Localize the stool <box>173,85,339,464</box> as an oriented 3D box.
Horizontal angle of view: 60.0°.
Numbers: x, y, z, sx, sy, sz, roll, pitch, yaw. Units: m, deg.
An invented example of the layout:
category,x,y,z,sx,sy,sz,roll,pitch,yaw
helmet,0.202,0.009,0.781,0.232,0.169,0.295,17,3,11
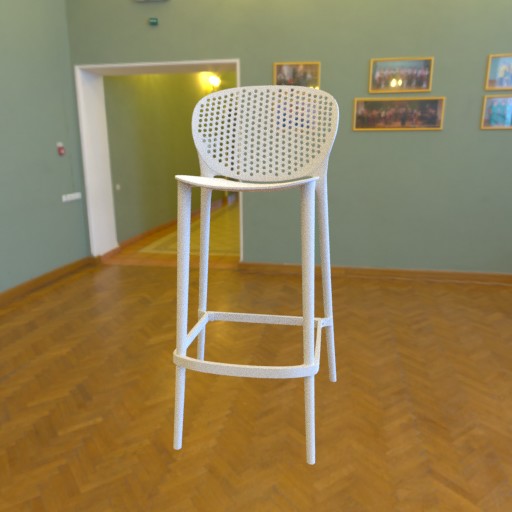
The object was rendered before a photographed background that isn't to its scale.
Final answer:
category,x,y,z,sx,sy,sz,roll,pitch,yaw
stool,0.000,0.000,1.358,0.536,1.045,0.535,2,14,9
